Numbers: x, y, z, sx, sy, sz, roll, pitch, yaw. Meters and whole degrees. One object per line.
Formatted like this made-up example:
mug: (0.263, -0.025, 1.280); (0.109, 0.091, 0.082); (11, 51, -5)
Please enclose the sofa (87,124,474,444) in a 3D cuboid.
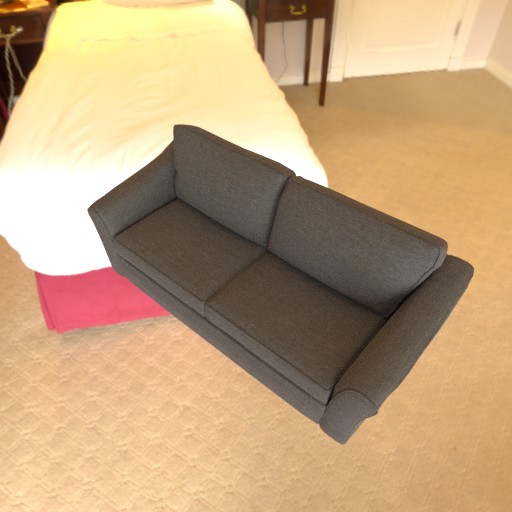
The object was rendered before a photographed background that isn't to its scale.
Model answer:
sofa: (0.000, 0.000, 2.789); (2.270, 0.950, 0.971); (31, 52, 28)
